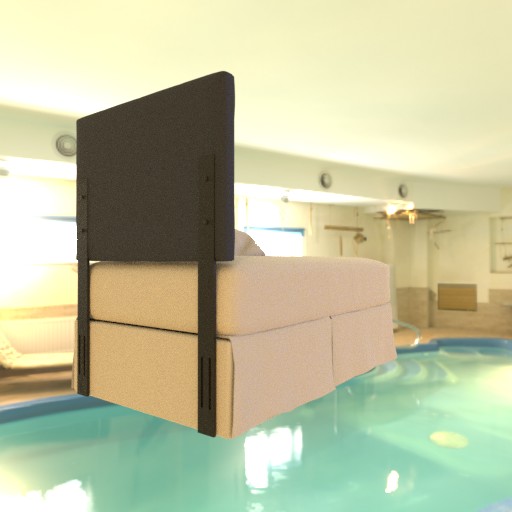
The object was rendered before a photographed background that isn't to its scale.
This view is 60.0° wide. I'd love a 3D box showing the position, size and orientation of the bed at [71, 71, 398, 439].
[{"bbox_3d":[0.000,0.000,2.989,1.261,1.571,1.997,0,-1,37],"label":"bed"}]
